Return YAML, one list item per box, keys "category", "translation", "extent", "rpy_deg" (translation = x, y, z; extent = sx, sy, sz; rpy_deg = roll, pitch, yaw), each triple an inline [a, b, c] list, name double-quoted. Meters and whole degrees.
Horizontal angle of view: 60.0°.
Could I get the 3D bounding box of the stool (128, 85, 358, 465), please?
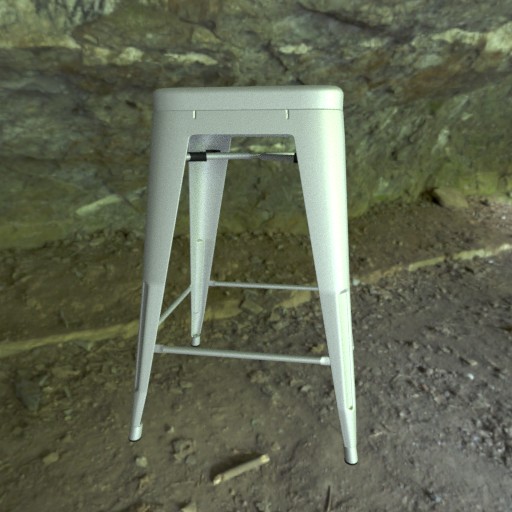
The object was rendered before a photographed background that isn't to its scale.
- category: "stool"
  translation: [0.000, 0.000, 0.890]
  extent: [0.410, 0.608, 0.410]
  rpy_deg: [2, 15, 9]
